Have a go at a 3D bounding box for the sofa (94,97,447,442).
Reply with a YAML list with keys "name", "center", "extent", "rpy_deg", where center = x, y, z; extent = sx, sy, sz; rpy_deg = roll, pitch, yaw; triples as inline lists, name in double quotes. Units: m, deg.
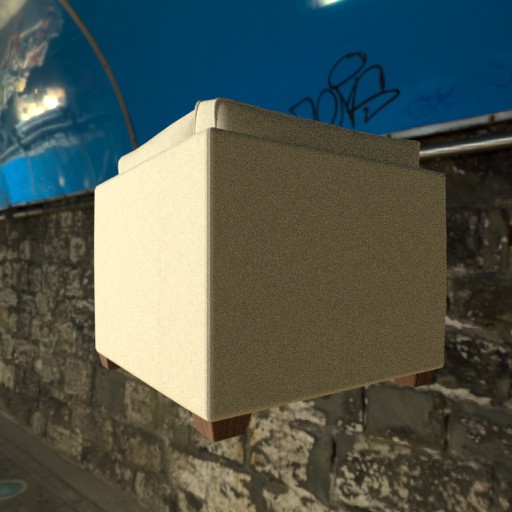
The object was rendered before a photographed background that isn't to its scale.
- name: "sofa"
  center: [0.000, 0.000, 1.899]
  extent: [1.084, 1.002, 1.146]
  rpy_deg: [1, -1, -34]
